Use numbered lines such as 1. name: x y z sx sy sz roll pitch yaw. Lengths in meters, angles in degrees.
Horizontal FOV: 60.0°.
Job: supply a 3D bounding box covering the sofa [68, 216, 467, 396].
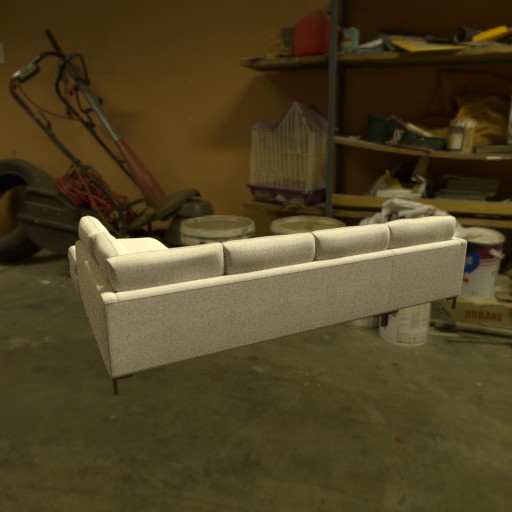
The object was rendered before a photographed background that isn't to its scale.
1. sofa: 0.000 0.000 3.645 2.737 0.756 1.879 -8 18 -26
